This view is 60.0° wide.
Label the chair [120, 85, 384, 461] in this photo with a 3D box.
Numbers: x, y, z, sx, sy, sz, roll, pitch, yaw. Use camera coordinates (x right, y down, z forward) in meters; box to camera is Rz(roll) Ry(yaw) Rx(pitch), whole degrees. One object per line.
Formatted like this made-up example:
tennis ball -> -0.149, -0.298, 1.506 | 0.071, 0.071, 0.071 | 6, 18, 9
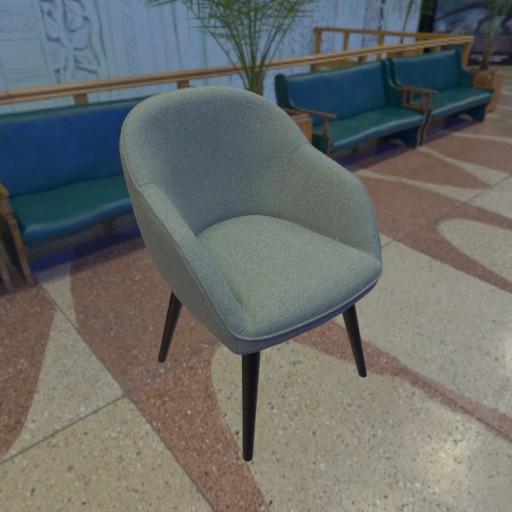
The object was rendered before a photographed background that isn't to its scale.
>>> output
chair -> 0.000, 0.000, 1.235 | 0.589, 0.810, 0.611 | -22, 37, -33
